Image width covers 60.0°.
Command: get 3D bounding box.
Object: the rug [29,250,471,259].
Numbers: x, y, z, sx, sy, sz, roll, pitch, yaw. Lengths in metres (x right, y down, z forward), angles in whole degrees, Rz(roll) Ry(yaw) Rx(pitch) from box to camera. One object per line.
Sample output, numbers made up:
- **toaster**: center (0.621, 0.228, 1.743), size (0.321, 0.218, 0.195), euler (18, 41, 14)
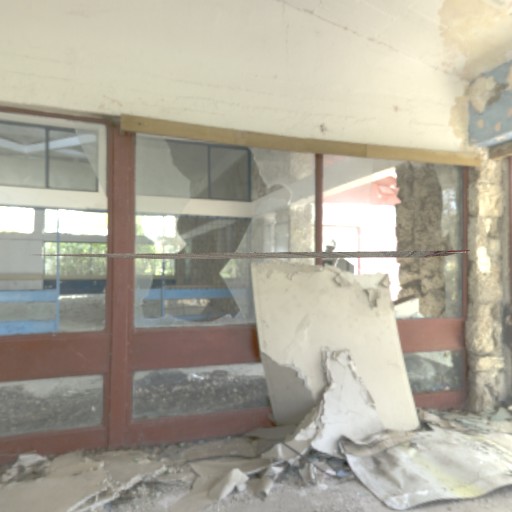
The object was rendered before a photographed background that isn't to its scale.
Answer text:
- **rug**: center (0.000, 0.000, 3.004), size (2.465, 0.012, 1.465), euler (0, -1, 18)
